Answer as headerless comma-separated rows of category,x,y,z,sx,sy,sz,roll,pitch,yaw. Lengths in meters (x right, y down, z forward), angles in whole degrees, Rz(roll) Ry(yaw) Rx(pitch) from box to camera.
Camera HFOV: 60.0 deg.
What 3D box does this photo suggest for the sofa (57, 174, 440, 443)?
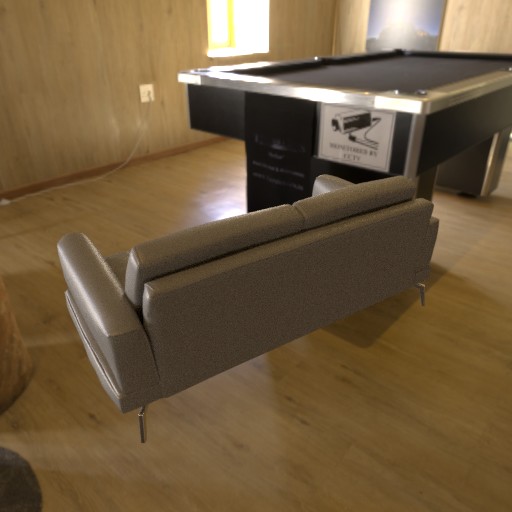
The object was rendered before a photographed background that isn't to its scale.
sofa,0.000,0.000,2.753,2.177,0.930,1.121,-18,33,-29
